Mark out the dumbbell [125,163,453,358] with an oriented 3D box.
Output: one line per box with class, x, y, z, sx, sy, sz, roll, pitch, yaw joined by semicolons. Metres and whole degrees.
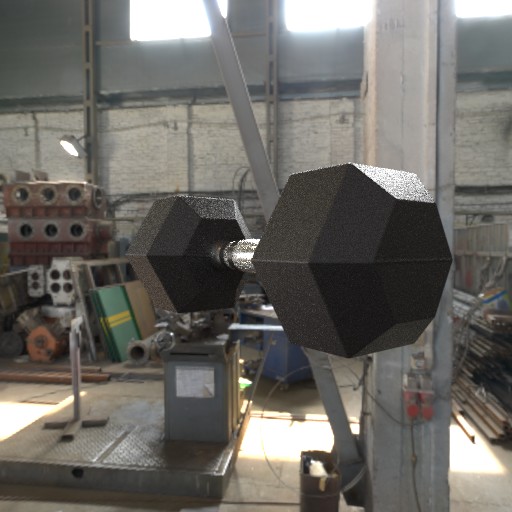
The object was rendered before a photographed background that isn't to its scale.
dumbbell;0.000;0.000;0.414;0.142;0.123;0.337;-1;2;-37
